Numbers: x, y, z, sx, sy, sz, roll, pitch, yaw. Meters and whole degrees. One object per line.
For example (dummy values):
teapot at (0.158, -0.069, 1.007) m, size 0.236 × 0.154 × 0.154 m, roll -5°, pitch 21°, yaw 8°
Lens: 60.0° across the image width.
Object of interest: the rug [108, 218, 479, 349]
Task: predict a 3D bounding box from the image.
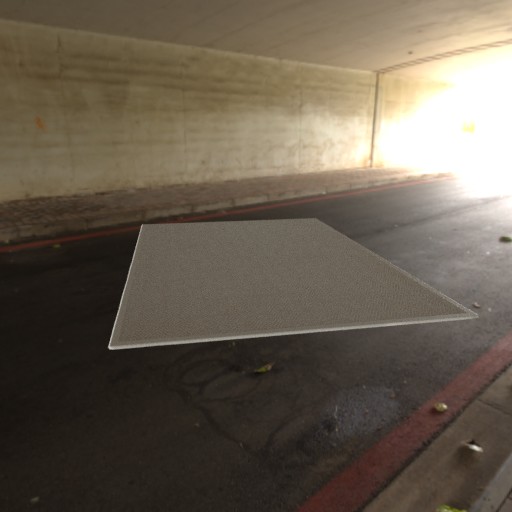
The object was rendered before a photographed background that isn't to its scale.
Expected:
rug at (0.000, 0.000, 2.819) m, size 1.532 × 0.017 × 2.244 m, roll -3°, pitch 16°, yaw -10°
